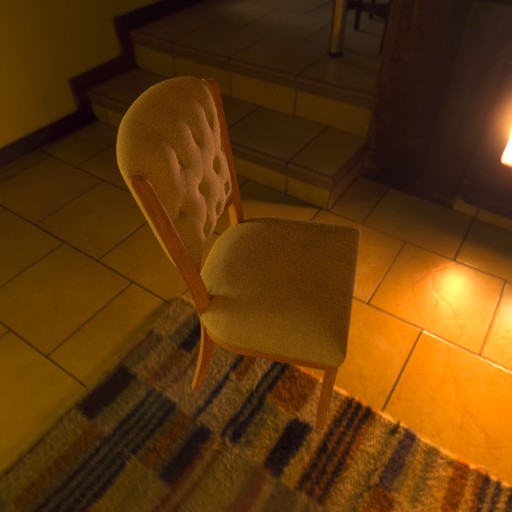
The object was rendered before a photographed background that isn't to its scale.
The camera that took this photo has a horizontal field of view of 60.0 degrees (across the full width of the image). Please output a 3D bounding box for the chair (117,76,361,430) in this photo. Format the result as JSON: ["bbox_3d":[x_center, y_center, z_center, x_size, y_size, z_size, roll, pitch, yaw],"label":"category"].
[{"bbox_3d":[0.000,0.000,1.286,0.584,0.905,0.513,10,46,10],"label":"chair"}]
